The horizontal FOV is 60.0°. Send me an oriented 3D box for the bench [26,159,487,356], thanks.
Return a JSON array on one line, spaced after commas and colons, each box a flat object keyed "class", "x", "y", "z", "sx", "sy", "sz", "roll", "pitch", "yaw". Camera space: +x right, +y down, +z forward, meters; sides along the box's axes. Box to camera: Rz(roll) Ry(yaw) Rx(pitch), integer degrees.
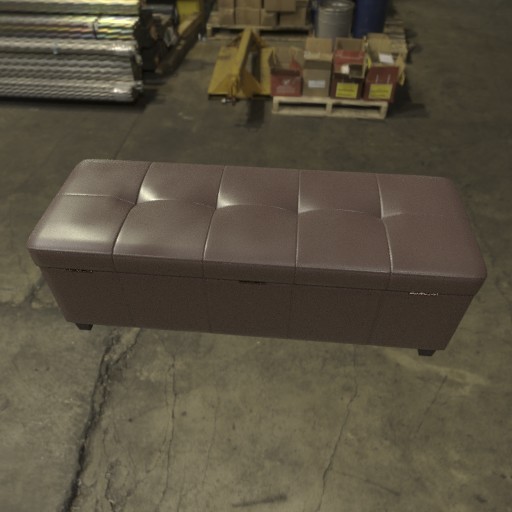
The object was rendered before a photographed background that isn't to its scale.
[{"class": "bench", "x": 0.000, "y": 0.000, "z": 1.423, "sx": 1.219, "sy": 0.417, "sz": 0.450, "roll": 4, "pitch": 45, "yaw": 4}]
